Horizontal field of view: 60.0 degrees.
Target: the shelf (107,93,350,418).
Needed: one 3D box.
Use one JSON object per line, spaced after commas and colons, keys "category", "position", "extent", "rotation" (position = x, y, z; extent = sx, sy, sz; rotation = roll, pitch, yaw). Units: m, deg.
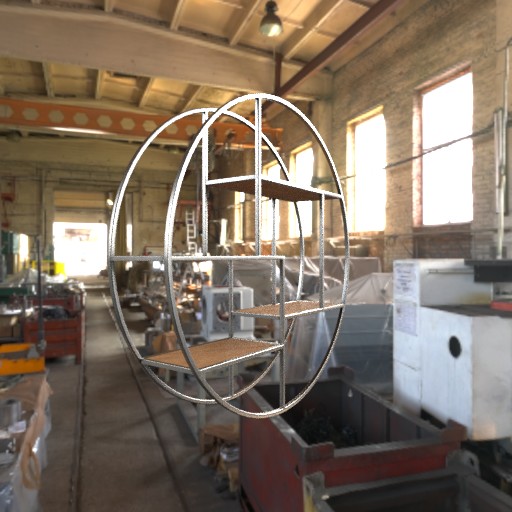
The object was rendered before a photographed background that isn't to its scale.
{"category": "shelf", "position": [0.000, 0.000, 1.320], "extent": [0.202, 0.888, 0.888], "rotation": [0, 0, 36]}
